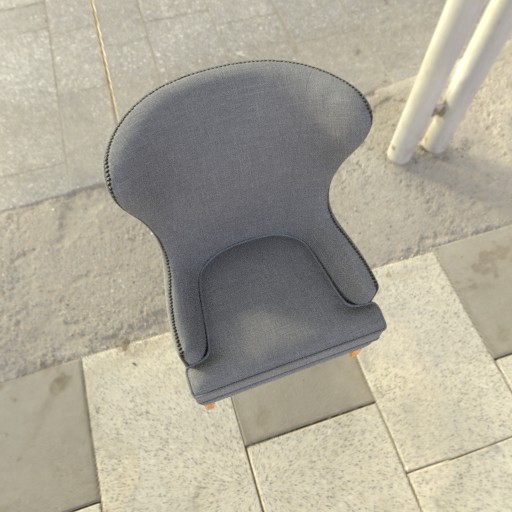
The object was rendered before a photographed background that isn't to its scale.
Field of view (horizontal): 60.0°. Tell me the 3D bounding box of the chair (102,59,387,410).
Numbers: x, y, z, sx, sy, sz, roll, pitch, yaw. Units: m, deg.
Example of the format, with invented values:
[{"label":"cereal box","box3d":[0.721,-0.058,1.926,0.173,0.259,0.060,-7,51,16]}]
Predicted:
[{"label":"chair","box3d":[0.000,0.000,1.803,0.864,1.176,0.883,-18,64,-9]}]
